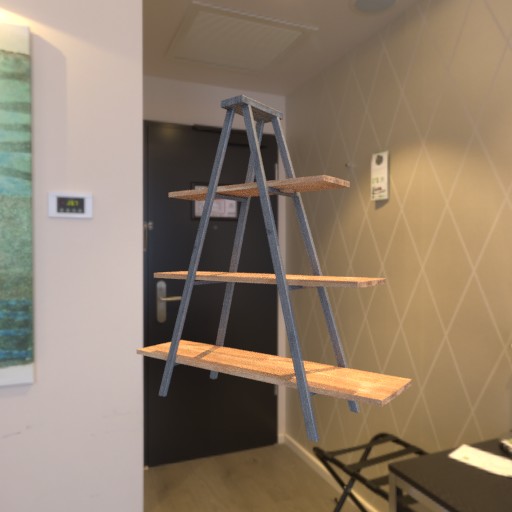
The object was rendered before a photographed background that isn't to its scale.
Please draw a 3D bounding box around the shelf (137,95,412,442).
[{"bbox_3d":[0.000,0.000,2.694,1.746,1.808,0.508,0,1,37],"label":"shelf"}]
